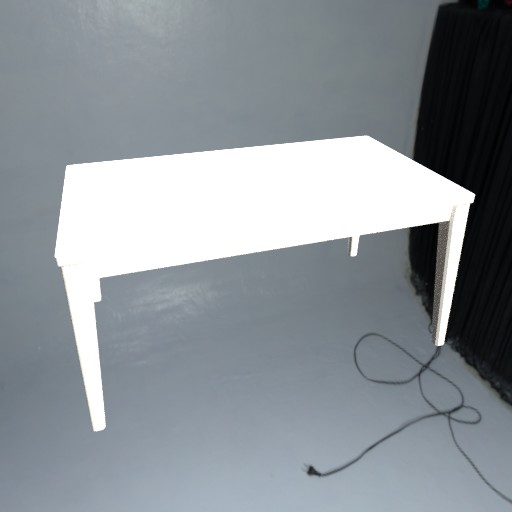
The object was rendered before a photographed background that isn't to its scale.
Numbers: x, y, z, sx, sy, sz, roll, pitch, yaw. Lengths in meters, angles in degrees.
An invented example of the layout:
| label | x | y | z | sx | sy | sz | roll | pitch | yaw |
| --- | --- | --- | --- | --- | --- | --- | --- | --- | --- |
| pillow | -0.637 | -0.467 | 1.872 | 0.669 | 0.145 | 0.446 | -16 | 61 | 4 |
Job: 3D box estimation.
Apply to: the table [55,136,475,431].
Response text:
| label | x | y | z | sx | sy | sz | roll | pitch | yaw |
| --- | --- | --- | --- | --- | --- | --- | --- | --- | --- |
| table | 0.000 | 0.000 | 2.071 | 1.600 | 0.760 | 0.900 | -9 | 33 | -15 |
